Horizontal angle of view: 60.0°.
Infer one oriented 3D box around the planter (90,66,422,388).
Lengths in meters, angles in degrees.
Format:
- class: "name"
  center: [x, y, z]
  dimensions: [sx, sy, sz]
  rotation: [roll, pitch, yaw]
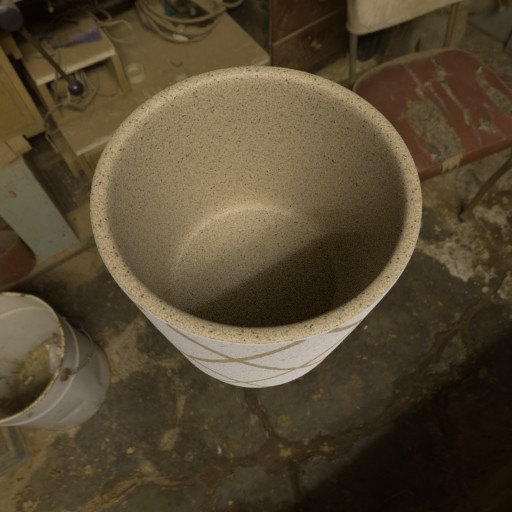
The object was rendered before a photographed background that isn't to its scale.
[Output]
- class: "planter"
  center: [0.000, 0.000, 0.411]
  dimensions: [0.228, 0.235, 0.228]
  rotation: [0, 64, 0]
